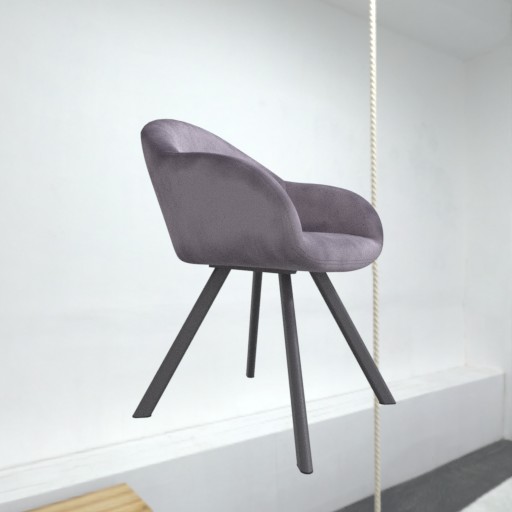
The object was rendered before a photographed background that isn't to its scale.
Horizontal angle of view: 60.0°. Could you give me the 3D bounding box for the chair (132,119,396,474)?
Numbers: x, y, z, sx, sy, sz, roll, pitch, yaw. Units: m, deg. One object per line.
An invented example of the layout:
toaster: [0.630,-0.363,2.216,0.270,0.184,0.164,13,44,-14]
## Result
chair: [0.000,0.000,1.174,0.590,0.795,0.550,0,0,36]
